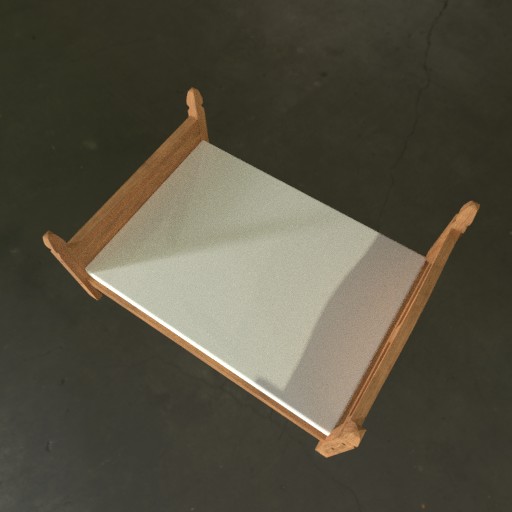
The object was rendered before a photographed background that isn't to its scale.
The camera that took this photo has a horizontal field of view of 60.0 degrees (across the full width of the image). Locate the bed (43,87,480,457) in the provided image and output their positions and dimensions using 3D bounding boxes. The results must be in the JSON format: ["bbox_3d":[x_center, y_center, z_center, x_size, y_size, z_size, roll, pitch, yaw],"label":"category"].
[{"bbox_3d":[0.000,0.000,2.920,2.069,1.100,1.490,30,67,14],"label":"bed"}]
